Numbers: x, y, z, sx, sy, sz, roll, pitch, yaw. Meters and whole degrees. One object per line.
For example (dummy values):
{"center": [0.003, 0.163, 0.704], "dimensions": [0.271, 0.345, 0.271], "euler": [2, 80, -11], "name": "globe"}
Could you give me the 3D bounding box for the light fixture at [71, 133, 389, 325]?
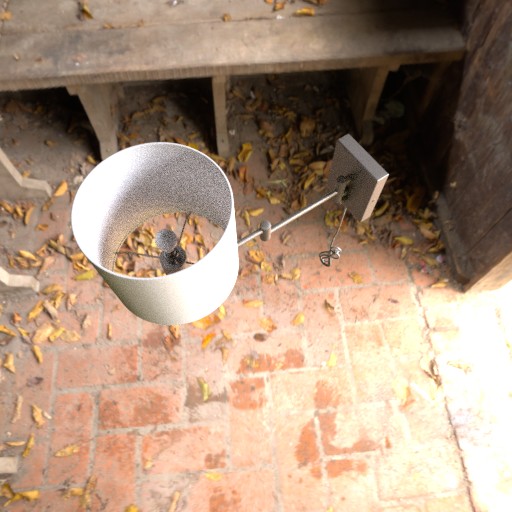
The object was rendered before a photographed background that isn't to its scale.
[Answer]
{"center": [0.000, 0.000, 0.888], "dimensions": [0.516, 0.651, 0.203], "euler": [-31, 68, -14], "name": "light fixture"}
